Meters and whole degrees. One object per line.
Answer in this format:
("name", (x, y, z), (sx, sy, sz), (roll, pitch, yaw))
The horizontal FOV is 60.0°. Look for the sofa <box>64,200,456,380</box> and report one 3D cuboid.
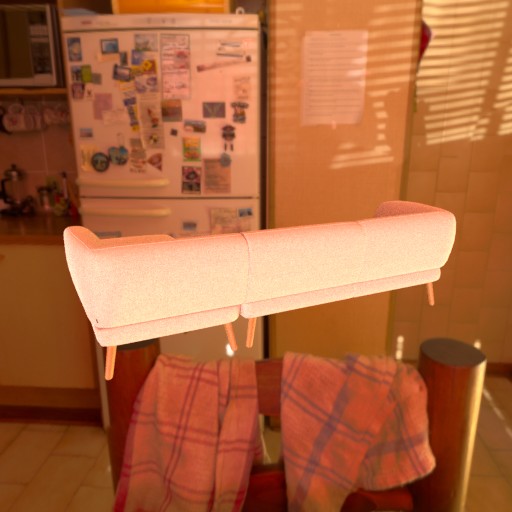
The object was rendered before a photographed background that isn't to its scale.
("sofa", (0.000, 0.000, 3.367), (2.660, 0.730, 1.610), (-8, 17, -25))
